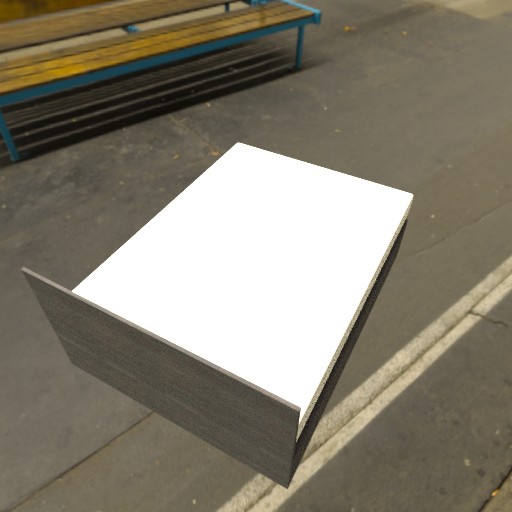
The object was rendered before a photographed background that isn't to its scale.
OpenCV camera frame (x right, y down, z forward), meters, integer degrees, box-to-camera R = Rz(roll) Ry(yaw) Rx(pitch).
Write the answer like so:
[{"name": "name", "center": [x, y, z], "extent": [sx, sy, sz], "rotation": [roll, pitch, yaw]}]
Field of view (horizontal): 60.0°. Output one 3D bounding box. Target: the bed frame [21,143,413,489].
[{"name": "bed frame", "center": [0.000, 0.000, 2.652], "extent": [1.400, 0.800, 1.900], "rotation": [21, 49, 20]}]
